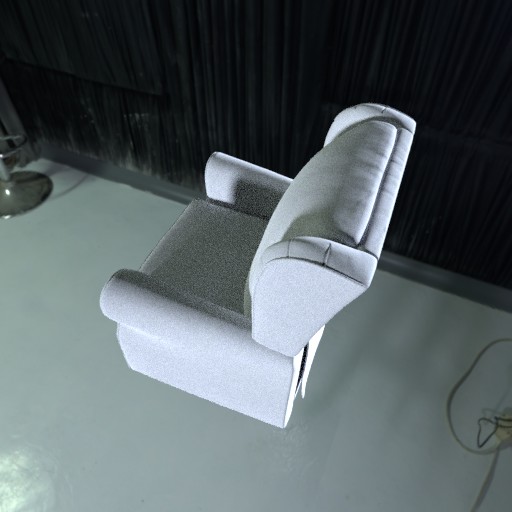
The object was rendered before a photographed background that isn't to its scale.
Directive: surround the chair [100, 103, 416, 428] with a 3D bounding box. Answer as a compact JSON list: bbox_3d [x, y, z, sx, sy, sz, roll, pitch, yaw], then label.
[{"bbox_3d":[0.000,0.000,1.658,0.854,0.967,0.906,16,48,15],"label":"chair"}]
